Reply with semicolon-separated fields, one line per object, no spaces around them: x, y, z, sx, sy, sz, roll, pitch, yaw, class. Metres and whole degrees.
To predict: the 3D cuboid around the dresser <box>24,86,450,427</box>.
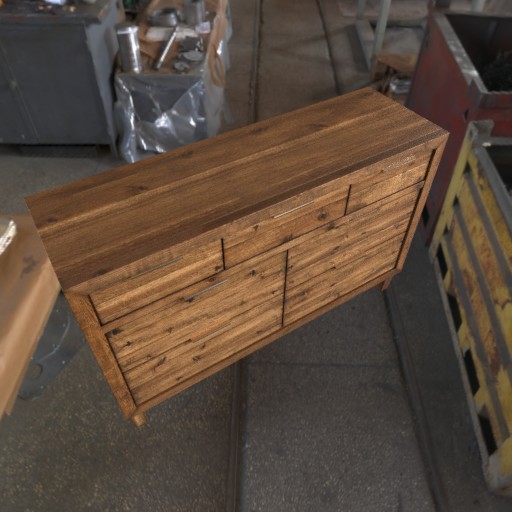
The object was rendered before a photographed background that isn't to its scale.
0.000;0.000;1.790;1.387;0.892;0.438;-24;51;-22;dresser
